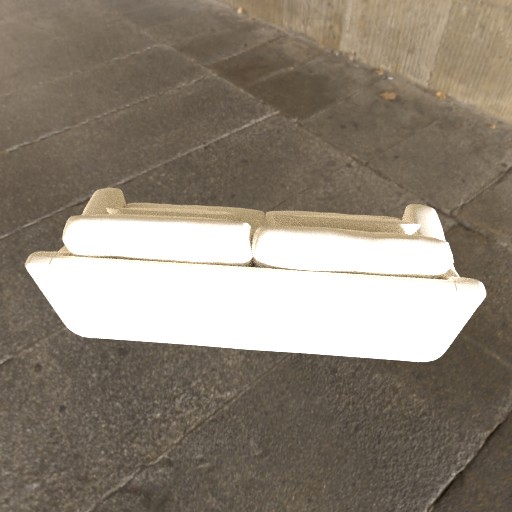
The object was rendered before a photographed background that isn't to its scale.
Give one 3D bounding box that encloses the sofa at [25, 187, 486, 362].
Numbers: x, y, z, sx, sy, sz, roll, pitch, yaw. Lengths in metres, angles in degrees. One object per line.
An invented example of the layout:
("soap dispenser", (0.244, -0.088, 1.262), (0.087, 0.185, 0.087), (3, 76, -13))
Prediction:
("sofa", (0.000, 0.000, 2.920), (2.470, 1.022, 1.009), (4, 47, 3))
